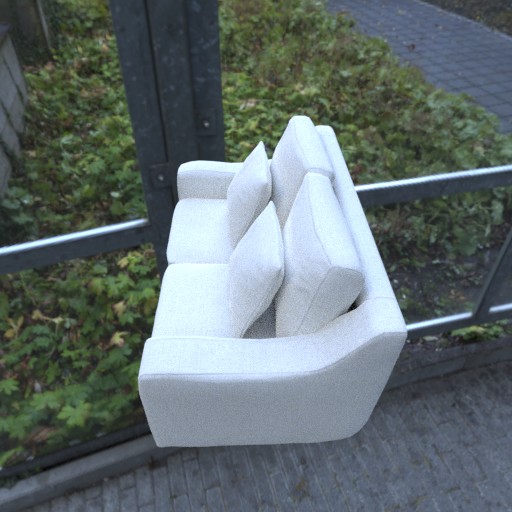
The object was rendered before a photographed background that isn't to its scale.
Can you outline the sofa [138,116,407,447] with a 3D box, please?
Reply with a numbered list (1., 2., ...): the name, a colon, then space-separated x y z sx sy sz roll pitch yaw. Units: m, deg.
1. sofa: 0.000 0.000 2.419 1.040 1.047 1.744 -1 41 -1
